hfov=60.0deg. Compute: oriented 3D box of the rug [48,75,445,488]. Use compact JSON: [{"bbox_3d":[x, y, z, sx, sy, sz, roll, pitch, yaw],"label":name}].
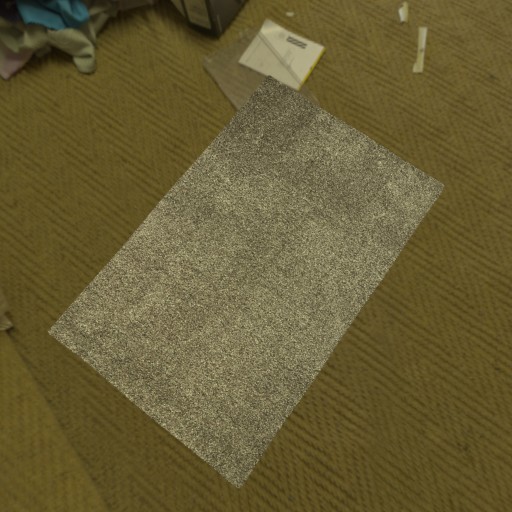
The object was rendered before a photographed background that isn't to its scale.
[{"bbox_3d":[0.000,0.000,2.910,1.501,0.025,2.352,35,77,9],"label":"rug"}]
